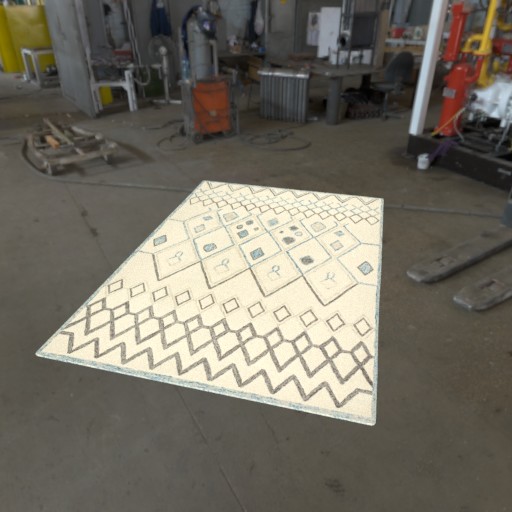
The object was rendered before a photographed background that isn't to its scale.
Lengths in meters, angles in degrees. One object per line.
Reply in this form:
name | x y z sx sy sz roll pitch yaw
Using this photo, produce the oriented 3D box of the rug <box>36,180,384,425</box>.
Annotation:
rug | 0.000 0.000 2.296 1.260 0.009 1.820 8 32 12
